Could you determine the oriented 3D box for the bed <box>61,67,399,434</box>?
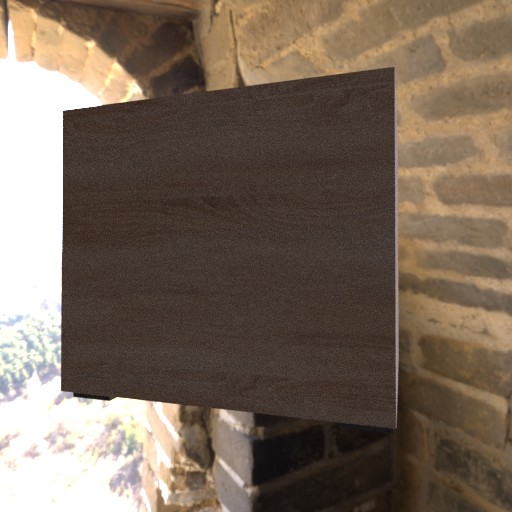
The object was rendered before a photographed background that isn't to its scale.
[{"bbox_3d":[0.000,0.000,0.757,0.460,0.420,0.401,0,-1,18],"label":"bed"}]
